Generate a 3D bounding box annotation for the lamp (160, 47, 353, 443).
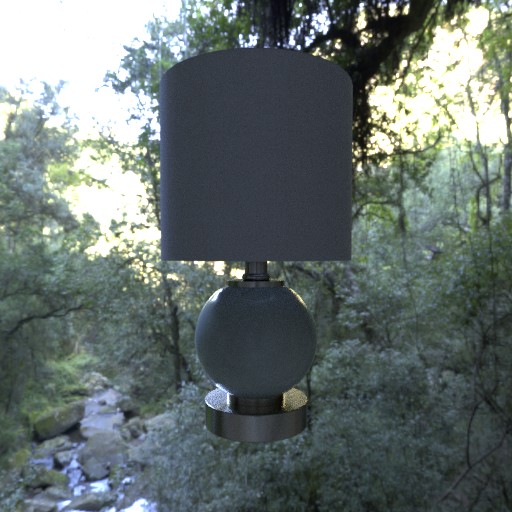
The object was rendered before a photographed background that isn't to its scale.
[{"bbox_3d":[0.000,0.000,0.473,0.201,0.353,0.201,0,0,1],"label":"lamp"}]
